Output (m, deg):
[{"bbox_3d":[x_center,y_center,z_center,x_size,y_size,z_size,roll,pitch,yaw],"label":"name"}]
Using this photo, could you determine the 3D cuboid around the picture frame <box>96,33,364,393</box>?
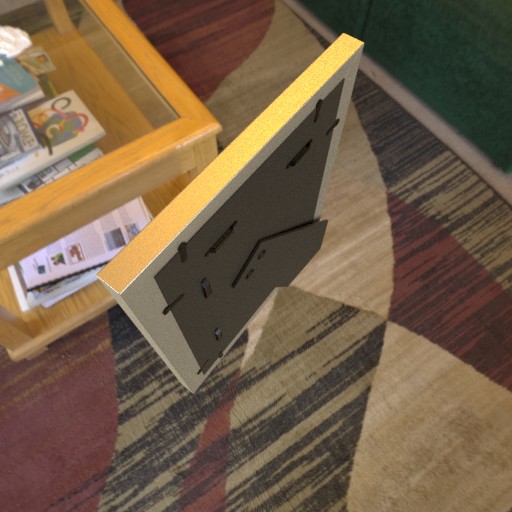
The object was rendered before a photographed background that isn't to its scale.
[{"bbox_3d":[0.000,0.000,0.519,0.036,0.386,0.307,35,68,16],"label":"picture frame"}]
